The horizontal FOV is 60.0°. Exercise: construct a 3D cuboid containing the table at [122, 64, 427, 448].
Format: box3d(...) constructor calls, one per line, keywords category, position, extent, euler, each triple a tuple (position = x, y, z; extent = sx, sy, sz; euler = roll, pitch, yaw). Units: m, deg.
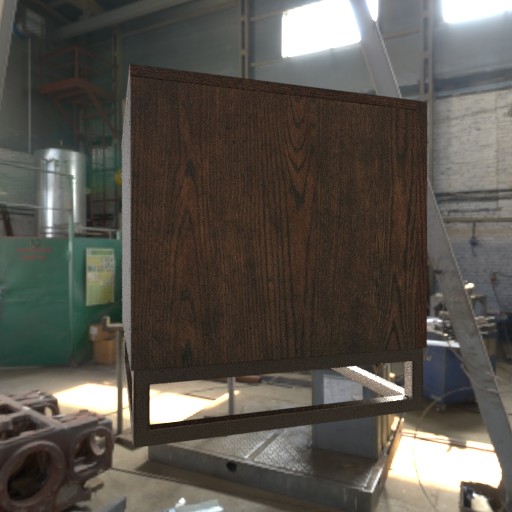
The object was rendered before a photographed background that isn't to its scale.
box3d(category="table", position=(0.000, 0.000, 0.995), extent=(0.566, 0.582, 0.506), euler=(0, 0, -18))
